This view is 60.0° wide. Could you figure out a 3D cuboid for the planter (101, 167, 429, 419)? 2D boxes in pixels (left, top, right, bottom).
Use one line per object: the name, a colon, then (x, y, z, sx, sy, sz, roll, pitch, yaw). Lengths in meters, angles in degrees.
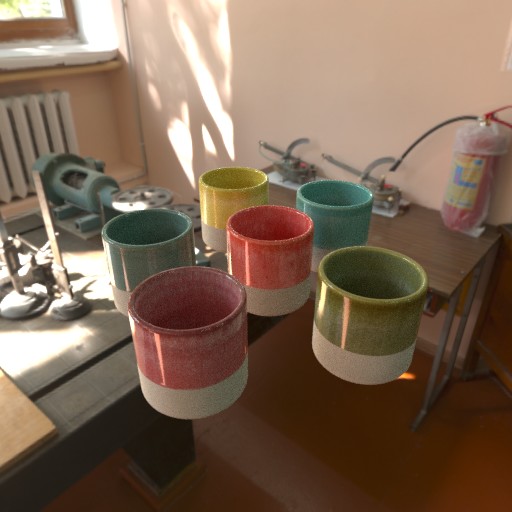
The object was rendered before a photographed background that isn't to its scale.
planter: (0.000, 0.000, 0.402, 0.257, 0.075, 0.286, -8, 30, -14)
